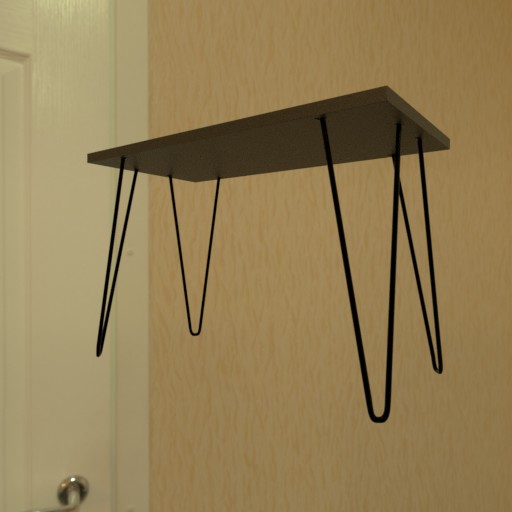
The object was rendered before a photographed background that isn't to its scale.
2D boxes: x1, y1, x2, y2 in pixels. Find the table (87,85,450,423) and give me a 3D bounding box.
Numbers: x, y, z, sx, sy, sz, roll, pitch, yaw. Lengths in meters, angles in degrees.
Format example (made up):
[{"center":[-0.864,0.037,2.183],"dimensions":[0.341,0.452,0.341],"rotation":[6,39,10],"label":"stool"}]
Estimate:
[{"center":[0.000,0.000,1.344],"dimensions":[0.991,0.660,0.499],"rotation":[0,1,36],"label":"table"}]
